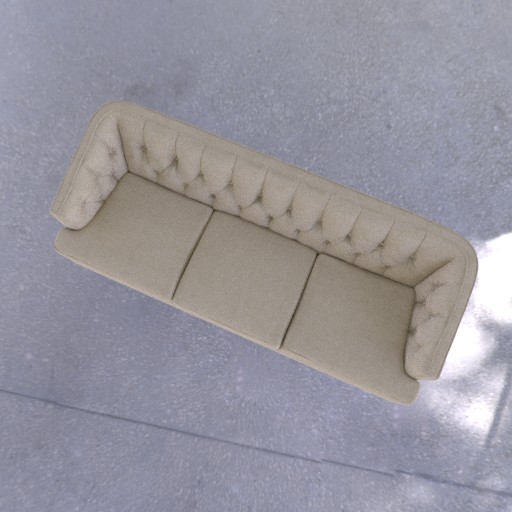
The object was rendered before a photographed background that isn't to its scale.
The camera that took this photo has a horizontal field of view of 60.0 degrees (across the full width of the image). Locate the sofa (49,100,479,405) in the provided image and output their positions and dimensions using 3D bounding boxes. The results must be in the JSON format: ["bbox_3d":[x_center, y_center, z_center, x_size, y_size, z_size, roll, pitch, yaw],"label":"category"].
[{"bbox_3d":[0.000,0.000,2.620,2.235,0.788,0.913,23,77,5],"label":"sofa"}]
